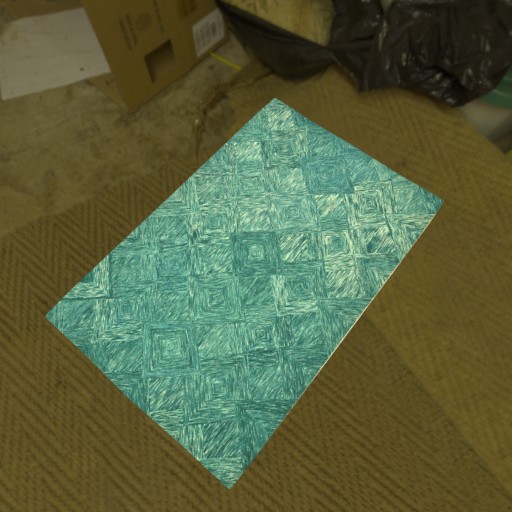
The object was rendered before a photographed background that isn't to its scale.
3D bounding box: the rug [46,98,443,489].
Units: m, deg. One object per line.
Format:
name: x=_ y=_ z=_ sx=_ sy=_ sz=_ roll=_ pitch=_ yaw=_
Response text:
rug: x=0.000 y=0.000 z=2.179 sx=1.136 sy=0.017 sz=1.728 roll=36 pitch=70 yaw=15
